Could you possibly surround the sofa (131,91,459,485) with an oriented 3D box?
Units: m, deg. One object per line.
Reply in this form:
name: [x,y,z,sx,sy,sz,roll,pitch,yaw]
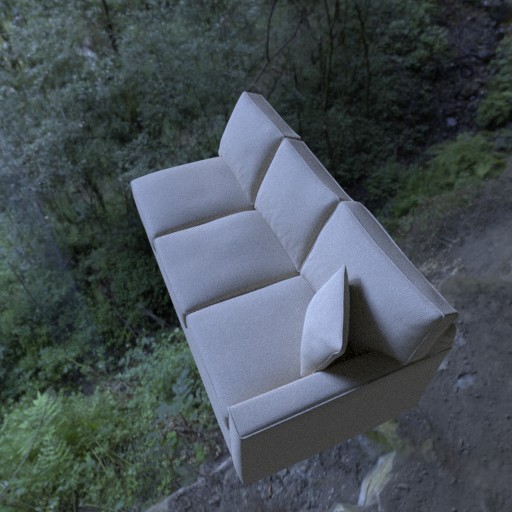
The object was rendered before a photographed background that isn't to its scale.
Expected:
sofa: [0.000,0.000,2.500,1.034,0.946,1.963,-18,50,-16]
